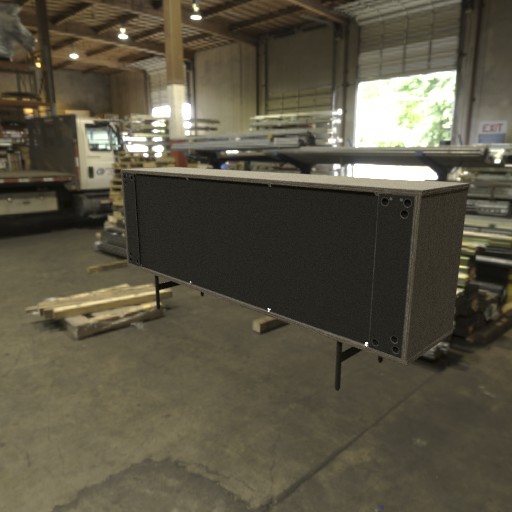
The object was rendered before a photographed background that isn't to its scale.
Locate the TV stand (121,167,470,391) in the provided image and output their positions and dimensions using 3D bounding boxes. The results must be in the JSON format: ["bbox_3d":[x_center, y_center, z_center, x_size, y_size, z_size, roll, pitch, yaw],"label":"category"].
[{"bbox_3d":[0.000,0.000,2.168,0.405,0.787,1.804,-13,19,-43],"label":"TV stand"}]
